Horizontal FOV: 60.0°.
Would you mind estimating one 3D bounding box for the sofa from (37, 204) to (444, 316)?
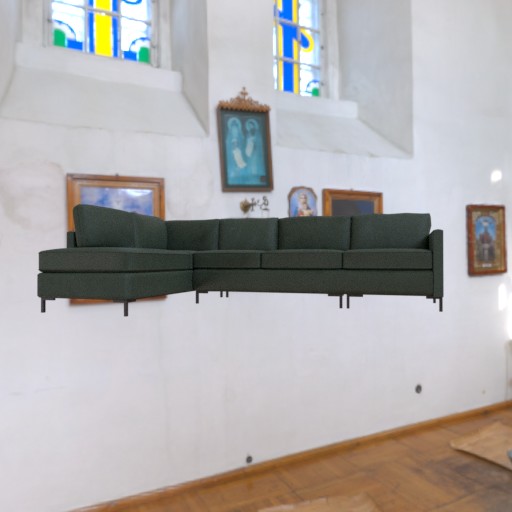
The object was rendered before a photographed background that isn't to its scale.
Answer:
[{"bbox_3d":[0.000,0.000,4.306,3.384,0.996,2.048,0,-1,18],"label":"sofa"}]
